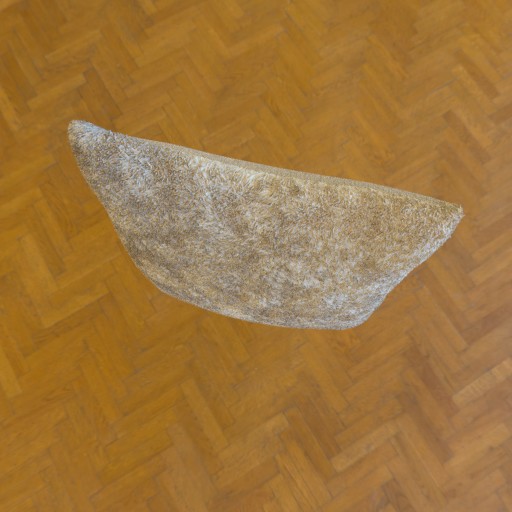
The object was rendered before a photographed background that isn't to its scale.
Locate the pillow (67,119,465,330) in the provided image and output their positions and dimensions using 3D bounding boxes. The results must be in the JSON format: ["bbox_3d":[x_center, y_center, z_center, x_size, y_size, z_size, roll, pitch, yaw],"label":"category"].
[{"bbox_3d":[0.000,0.000,0.784,0.529,0.515,0.218,12,76,3],"label":"pillow"}]
